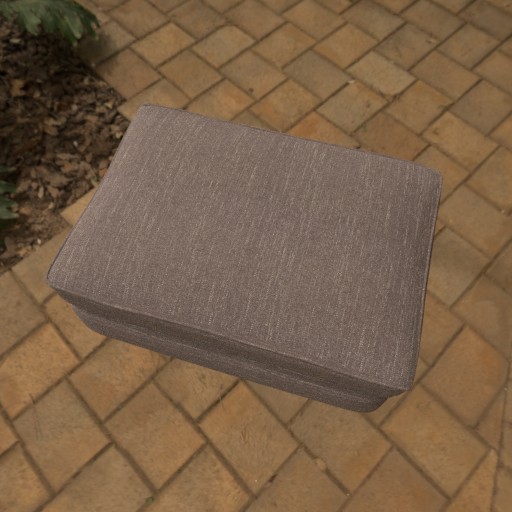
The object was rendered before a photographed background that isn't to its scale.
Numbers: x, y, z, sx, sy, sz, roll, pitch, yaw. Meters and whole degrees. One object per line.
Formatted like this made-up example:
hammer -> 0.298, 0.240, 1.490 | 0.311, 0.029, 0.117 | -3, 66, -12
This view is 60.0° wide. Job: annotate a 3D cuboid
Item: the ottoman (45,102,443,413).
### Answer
ottoman -> 0.000, 0.000, 0.980 | 0.686, 0.406, 0.508 | 15, 64, 7
